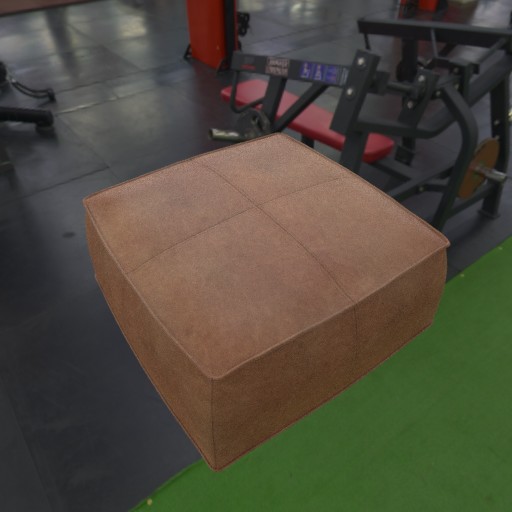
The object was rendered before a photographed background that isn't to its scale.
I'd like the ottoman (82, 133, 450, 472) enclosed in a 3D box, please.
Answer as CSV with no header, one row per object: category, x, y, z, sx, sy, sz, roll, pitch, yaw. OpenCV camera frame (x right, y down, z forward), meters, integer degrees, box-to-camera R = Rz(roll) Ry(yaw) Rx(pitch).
ottoman,0.000,0.000,1.418,0.901,0.395,0.902,-25,48,-25
